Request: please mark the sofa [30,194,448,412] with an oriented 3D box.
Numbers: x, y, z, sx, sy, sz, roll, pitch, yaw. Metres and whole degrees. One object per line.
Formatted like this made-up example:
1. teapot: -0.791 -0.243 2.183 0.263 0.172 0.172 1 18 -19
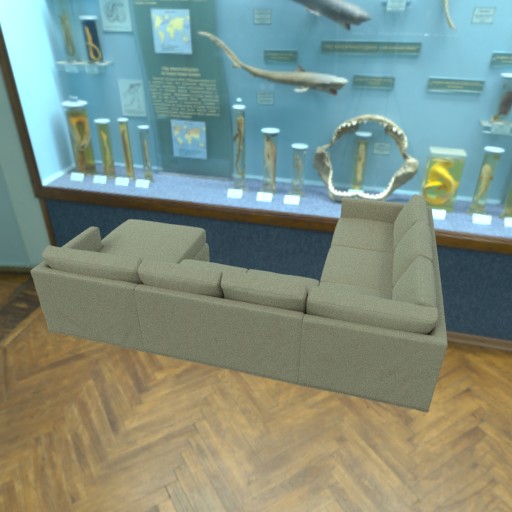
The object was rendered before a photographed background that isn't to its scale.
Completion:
1. sofa: 0.000 0.000 4.573 3.460 0.882 2.427 8 32 14
